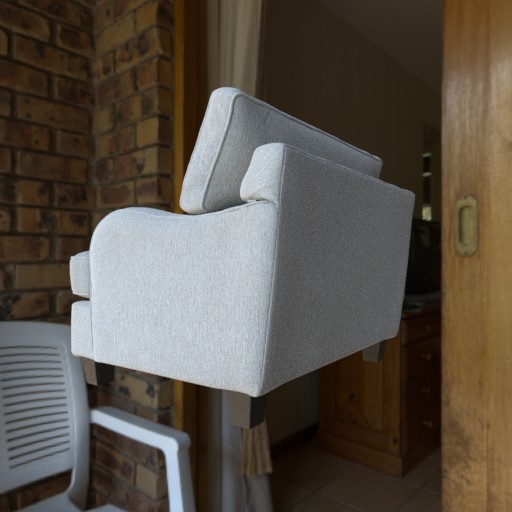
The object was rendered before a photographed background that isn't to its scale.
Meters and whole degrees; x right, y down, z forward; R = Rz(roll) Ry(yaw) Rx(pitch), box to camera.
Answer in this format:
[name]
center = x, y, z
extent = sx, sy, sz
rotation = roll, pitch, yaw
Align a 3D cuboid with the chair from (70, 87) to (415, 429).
[chair]
center = 0.000, 0.000, 1.954
extent = 1.041, 1.016, 1.220
rotation = 0, 0, 36
